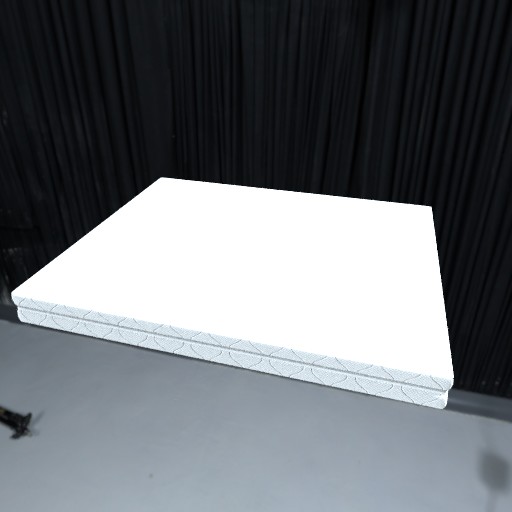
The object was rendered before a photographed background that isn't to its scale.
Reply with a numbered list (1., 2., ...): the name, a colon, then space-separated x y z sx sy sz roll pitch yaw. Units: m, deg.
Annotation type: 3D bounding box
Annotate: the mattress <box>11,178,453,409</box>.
1. mattress: 0.000 0.000 2.592 2.000 0.200 1.600 8 32 14
